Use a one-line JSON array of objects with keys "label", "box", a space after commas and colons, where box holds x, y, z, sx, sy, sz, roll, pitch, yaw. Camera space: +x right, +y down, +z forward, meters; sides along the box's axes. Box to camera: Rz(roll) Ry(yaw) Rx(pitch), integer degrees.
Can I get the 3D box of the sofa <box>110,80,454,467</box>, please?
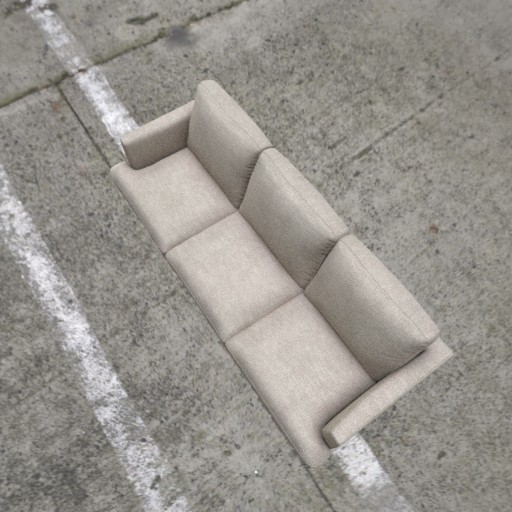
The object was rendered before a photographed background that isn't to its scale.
[{"label": "sofa", "box": [0.000, 0.000, 2.688, 0.903, 0.930, 2.246, -32, 68, -15]}]
